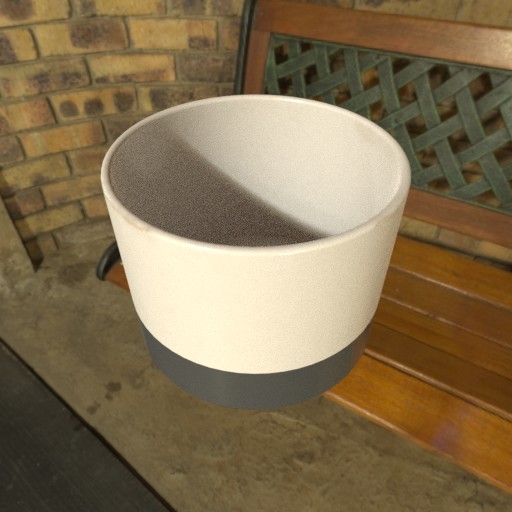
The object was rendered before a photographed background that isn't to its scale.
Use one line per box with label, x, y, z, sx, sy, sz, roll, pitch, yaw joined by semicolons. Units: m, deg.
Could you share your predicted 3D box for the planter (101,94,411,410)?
planter;0.000;0.000;0.342;0.193;0.177;0.193;0;42;0
